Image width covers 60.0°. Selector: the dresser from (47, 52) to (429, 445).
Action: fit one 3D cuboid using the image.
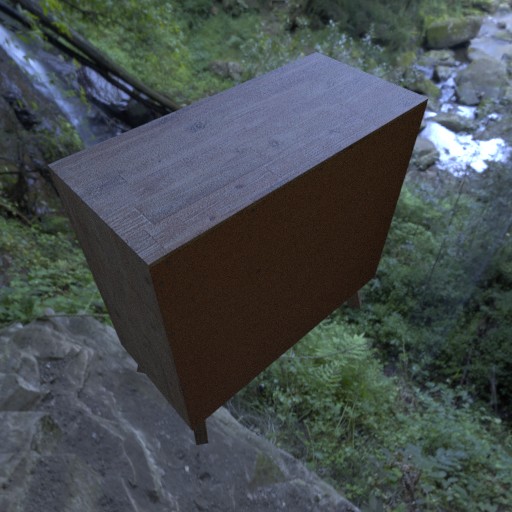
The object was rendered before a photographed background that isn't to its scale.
[{"bbox_3d":[0.000,0.000,1.596,0.998,1.029,0.455,-34,56,-27],"label":"dresser"}]
